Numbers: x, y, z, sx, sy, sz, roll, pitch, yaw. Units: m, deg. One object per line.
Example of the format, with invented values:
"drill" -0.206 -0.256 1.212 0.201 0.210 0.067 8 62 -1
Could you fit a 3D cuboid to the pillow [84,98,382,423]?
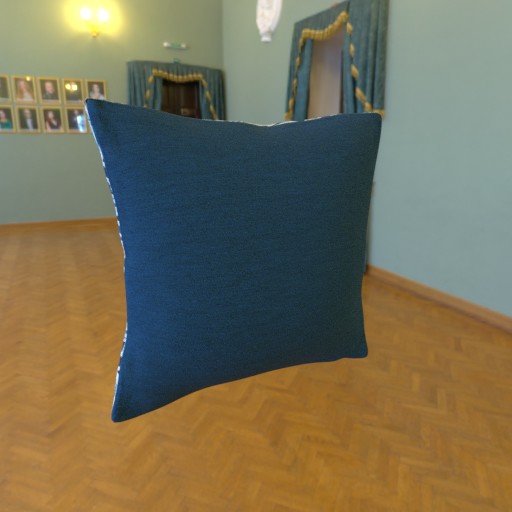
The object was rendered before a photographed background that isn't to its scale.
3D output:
"pillow" 0.000 0.000 0.647 0.440 0.420 0.145 -7 16 -25
